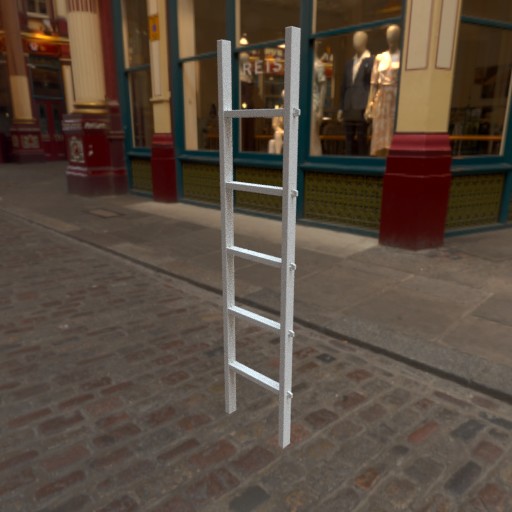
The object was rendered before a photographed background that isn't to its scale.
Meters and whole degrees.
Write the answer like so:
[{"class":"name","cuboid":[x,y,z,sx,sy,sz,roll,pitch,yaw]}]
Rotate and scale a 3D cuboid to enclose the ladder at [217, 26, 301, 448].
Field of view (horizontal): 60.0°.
[{"class":"ladder","cuboid":[0.000,0.000,1.982,0.452,1.797,0.051,15,22,42]}]
